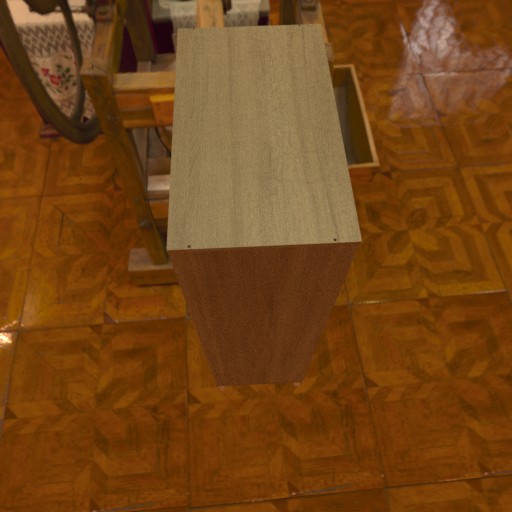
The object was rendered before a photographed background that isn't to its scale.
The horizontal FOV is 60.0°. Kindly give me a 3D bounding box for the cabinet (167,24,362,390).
[{"bbox_3d":[0.000,0.000,2.409,0.571,1.999,1.006,-3,62,-1],"label":"cabinet"}]
